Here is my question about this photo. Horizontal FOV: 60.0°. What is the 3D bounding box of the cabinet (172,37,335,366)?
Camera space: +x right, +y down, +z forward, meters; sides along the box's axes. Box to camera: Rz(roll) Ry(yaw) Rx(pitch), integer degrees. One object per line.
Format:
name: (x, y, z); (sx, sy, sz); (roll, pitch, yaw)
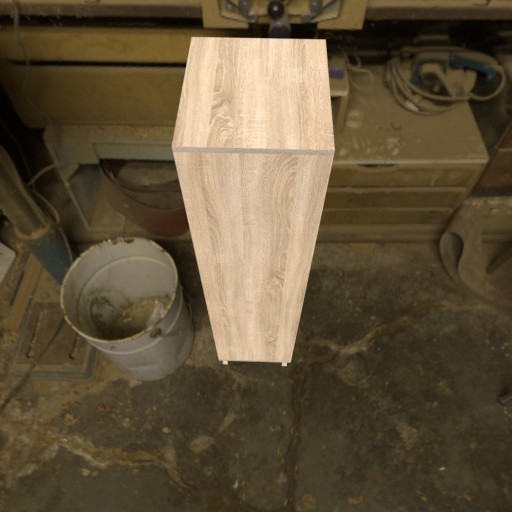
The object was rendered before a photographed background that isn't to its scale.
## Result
cabinet: (0.000, 0.000, 2.189); (0.450, 1.960, 0.510); (2, 58, 1)
